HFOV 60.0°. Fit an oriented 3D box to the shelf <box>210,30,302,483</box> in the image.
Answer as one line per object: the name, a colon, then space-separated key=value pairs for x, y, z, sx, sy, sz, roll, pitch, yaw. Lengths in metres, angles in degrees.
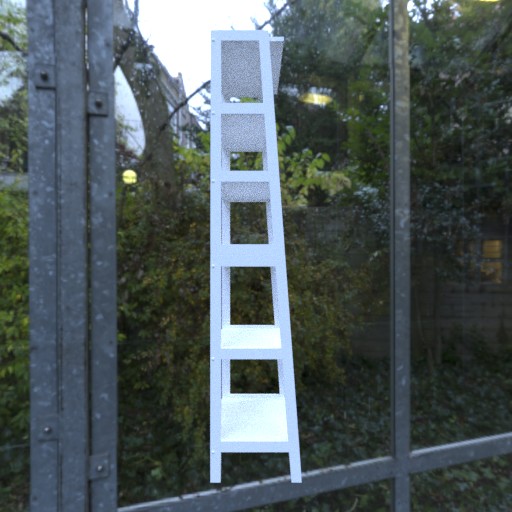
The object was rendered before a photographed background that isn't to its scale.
shelf: x=0.000 y=0.000 z=2.179 sx=0.381 sy=1.892 sz=0.660 roll=0 pitch=0 yaw=0
